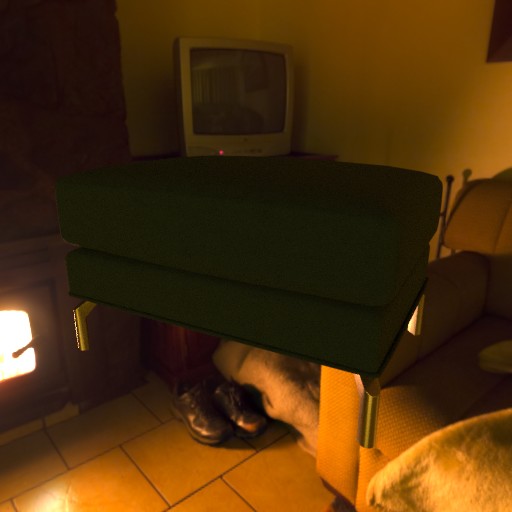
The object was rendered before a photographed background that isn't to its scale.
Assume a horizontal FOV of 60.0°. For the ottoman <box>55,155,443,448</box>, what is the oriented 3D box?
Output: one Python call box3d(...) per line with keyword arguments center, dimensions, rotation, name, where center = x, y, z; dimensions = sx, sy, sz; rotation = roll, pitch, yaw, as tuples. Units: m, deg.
box3d(center=(0.000, 0.000, 1.187), dimensions=(0.835, 0.498, 0.587), rotation=(9, 20, 27), name="ottoman")
